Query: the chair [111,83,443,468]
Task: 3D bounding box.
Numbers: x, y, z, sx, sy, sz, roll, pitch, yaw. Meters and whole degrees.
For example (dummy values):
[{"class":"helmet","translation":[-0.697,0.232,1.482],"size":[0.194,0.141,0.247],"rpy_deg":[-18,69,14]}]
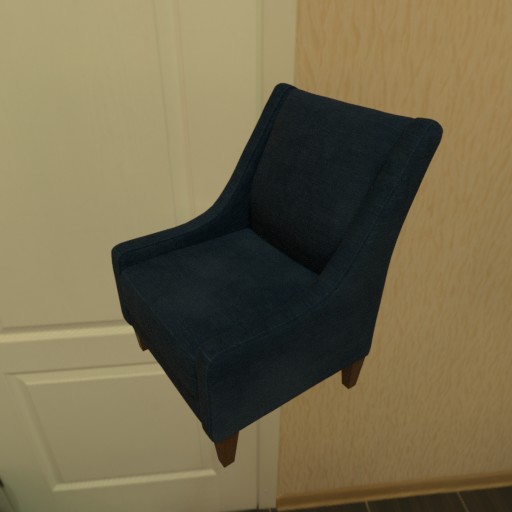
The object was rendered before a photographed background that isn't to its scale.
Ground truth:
[{"class":"chair","translation":[0.000,0.000,1.616],"size":[0.870,1.014,0.774],"rpy_deg":[-20,37,-30]}]
